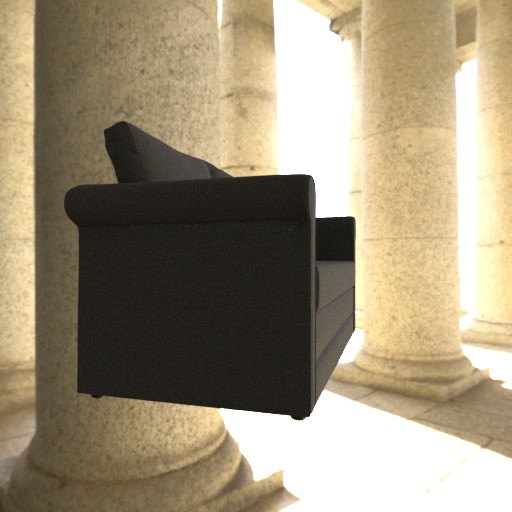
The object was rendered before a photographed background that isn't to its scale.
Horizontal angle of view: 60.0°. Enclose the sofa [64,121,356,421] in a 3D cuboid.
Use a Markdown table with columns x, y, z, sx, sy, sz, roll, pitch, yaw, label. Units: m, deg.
| x | y | z | sx | sy | sz | roll | pitch | yaw | label |
| --- | --- | --- | --- | --- | --- | --- | --- | --- | --- |
| 0.000 | 0.000 | 1.900 | 0.741 | 0.872 | 1.460 | 0 | 0 | 17 | sofa |
